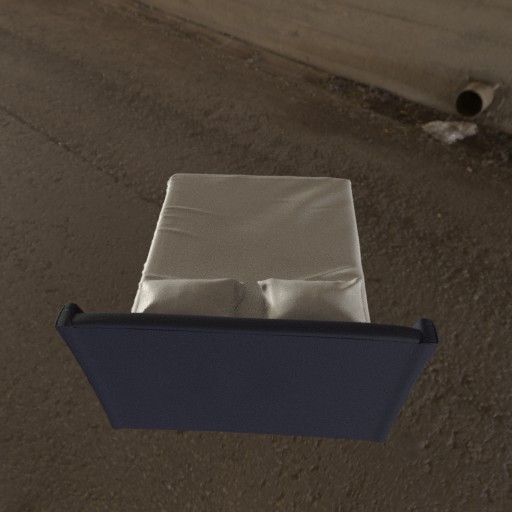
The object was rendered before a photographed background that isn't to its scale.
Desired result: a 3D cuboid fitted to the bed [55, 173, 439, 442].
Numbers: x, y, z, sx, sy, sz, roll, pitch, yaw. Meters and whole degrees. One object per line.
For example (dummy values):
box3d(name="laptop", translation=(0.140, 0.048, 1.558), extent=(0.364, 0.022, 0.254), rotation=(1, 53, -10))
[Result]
box3d(name="bed", translation=(0.000, 0.000, 3.399), extent=(1.925, 1.332, 2.276), rotation=(2, 47, 2))
